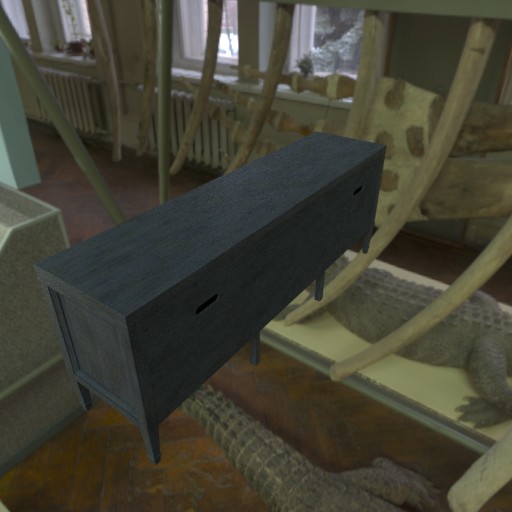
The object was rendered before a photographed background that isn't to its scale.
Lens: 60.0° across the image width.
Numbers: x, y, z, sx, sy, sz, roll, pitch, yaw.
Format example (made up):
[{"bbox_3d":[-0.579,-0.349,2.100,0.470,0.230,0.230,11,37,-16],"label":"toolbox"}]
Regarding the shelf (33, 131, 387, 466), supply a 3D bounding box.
[{"bbox_3d":[0.000,0.000,2.186,0.471,0.715,1.878,21,38,30],"label":"shelf"}]
